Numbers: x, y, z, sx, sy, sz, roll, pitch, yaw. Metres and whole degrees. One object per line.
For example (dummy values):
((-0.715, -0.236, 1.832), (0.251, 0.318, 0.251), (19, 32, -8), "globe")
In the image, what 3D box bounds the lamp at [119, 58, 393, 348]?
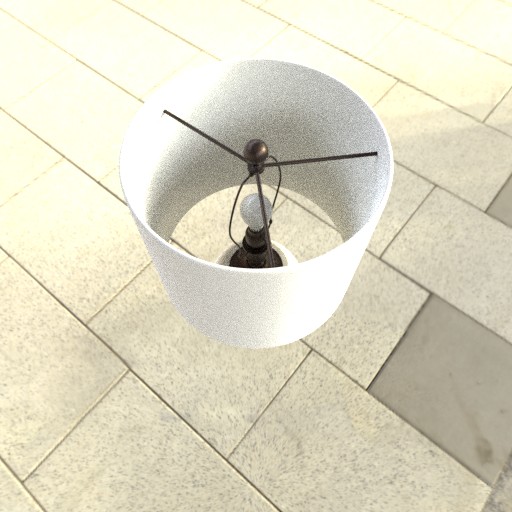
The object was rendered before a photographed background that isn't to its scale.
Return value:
((0.000, 0.000, 0.772), (0.328, 0.570, 0.328), (0, 62, 0), "lamp")
